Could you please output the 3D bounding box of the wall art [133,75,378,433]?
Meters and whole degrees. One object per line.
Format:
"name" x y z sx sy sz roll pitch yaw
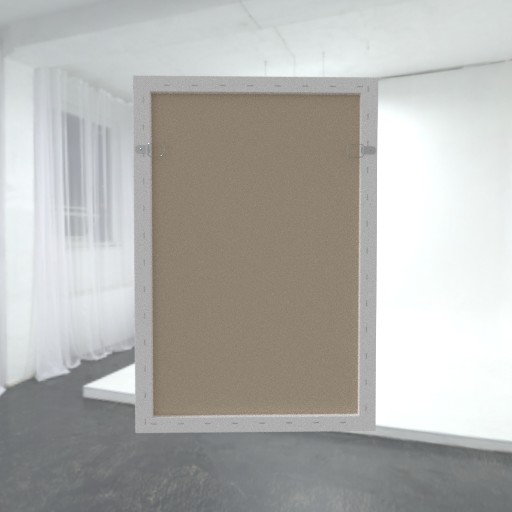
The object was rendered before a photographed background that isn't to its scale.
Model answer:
"wall art" 0.000 0.000 1.158 0.624 0.914 0.043 0 2 -1
